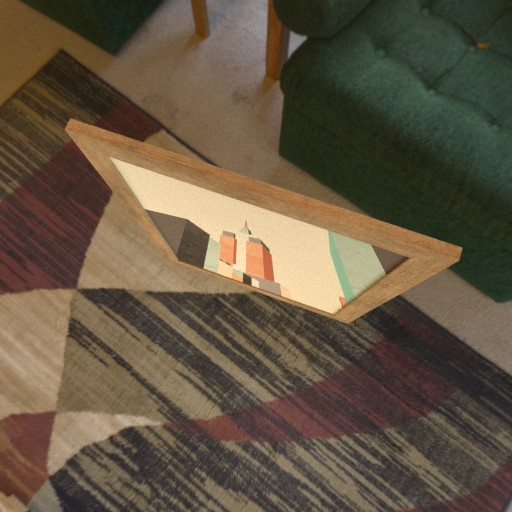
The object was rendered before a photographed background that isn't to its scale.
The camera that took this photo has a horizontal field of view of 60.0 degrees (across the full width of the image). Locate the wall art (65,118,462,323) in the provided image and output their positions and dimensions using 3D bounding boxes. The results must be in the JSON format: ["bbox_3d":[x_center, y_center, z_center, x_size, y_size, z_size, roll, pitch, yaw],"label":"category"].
[{"bbox_3d":[0.000,0.000,0.898,0.534,0.686,0.018,19,76,5],"label":"wall art"}]
